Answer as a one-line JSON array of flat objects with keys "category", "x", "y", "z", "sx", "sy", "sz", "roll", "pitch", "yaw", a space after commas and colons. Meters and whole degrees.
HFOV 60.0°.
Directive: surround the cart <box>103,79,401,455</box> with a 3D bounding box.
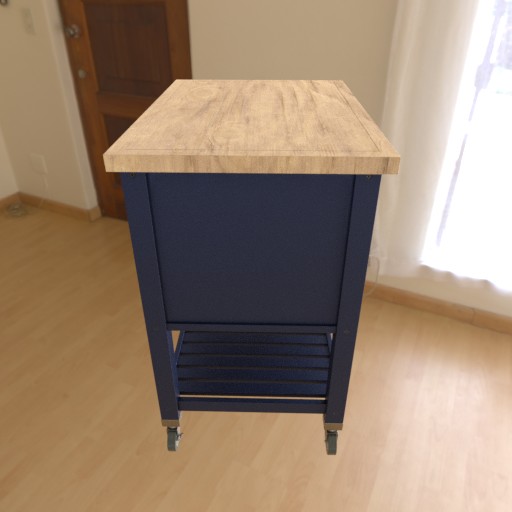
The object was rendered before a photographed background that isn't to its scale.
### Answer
[{"category": "cart", "x": 0.000, "y": 0.000, "z": 1.412, "sx": 0.567, "sy": 0.920, "sz": 0.797, "roll": 1, "pitch": 31, "yaw": 1}]
